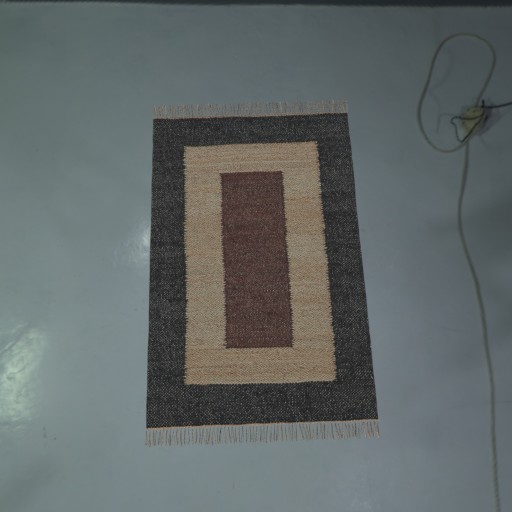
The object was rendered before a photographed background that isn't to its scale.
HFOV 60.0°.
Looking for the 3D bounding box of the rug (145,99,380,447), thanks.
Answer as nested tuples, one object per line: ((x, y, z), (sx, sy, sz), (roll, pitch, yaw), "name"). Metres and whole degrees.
((0.000, 0.000, 2.554), (1.224, 0.027, 2.021), (-2, 76, -1), "rug")
